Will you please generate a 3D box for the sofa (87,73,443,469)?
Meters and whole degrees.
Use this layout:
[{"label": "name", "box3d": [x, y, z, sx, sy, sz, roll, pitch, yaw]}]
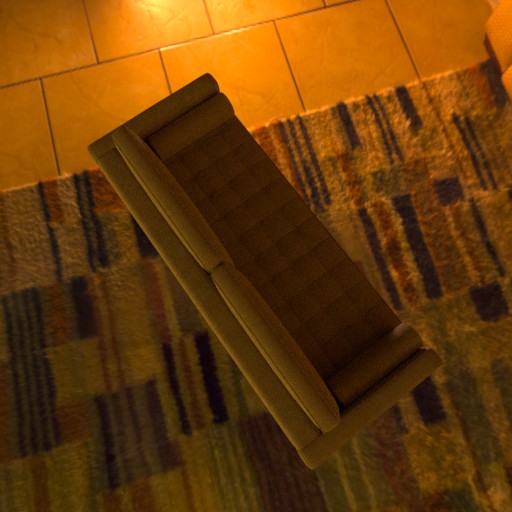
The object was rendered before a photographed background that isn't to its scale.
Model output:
[{"label": "sofa", "box3d": [0.000, 0.000, 2.654, 0.919, 0.770, 2.200, -35, 79, -8]}]
